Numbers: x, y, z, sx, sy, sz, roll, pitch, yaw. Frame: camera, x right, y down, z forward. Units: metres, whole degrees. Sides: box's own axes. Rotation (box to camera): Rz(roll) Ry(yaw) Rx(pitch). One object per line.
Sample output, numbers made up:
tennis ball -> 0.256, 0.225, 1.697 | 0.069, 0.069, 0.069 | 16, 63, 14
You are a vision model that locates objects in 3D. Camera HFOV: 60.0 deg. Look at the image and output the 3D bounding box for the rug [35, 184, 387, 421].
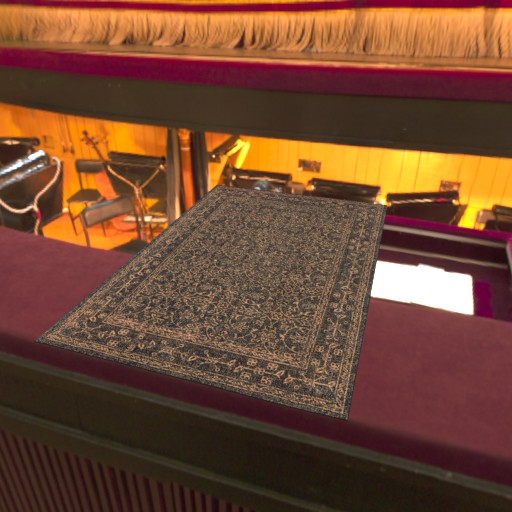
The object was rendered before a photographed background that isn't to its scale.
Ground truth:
rug -> 0.000, 0.000, 2.294 | 1.200, 0.005, 1.819 | 9, 31, 16
